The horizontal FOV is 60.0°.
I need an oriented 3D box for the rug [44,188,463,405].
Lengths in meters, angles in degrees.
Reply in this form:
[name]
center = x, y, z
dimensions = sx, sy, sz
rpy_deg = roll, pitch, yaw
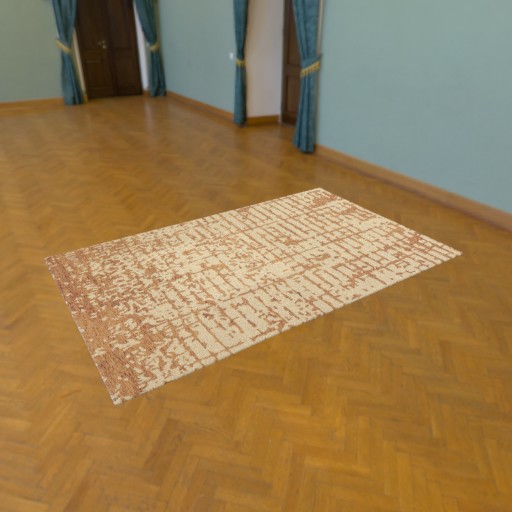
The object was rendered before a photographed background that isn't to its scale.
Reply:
[rug]
center = 0.000, 0.000, 3.026
dimensions = 2.435, 0.011, 1.517
rpy_deg = -18, 34, -29
